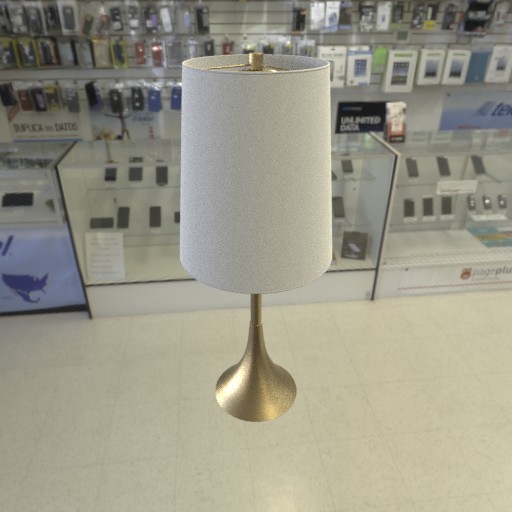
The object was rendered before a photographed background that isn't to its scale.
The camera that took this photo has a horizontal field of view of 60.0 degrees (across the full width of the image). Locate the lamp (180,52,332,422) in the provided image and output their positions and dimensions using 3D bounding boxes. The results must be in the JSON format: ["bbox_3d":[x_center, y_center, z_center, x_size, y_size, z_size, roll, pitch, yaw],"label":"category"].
[{"bbox_3d":[0.000,0.000,0.682,0.231,0.569,0.231,0,30,0],"label":"lamp"}]
